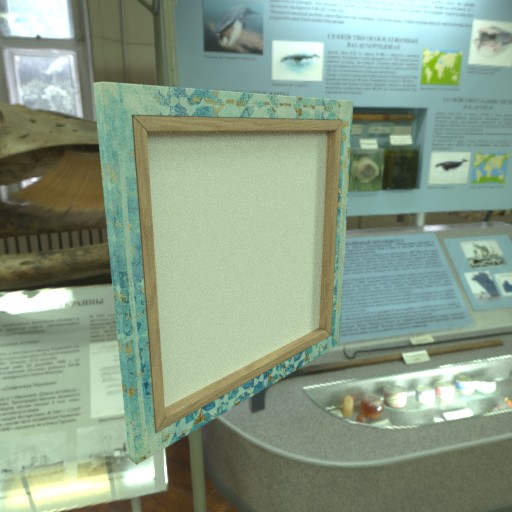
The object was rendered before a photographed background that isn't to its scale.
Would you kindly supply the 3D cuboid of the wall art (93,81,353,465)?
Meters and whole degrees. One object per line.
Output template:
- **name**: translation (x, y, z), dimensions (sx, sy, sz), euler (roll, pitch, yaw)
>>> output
- **wall art**: translation (0.000, 0.000, 1.333), dimensions (0.040, 0.916, 0.916), euler (15, 22, 42)
